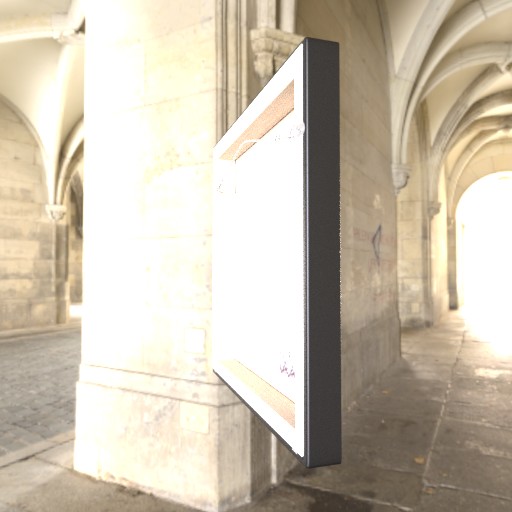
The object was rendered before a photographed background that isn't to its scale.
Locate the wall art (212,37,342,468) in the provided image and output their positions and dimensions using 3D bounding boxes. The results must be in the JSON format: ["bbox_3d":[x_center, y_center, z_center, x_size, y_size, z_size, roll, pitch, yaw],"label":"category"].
[{"bbox_3d":[0.000,0.000,0.611,0.041,0.407,0.406,1,-2,-18],"label":"wall art"}]
